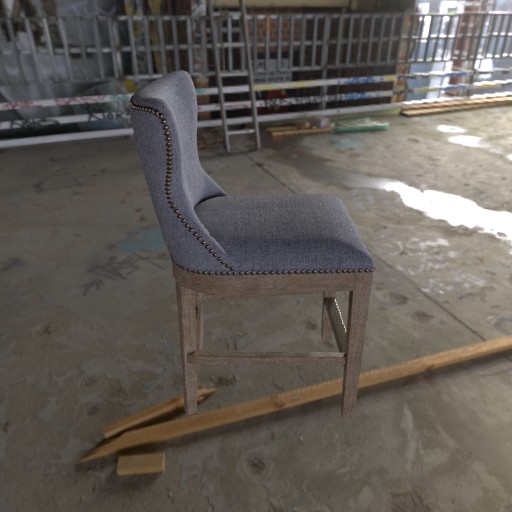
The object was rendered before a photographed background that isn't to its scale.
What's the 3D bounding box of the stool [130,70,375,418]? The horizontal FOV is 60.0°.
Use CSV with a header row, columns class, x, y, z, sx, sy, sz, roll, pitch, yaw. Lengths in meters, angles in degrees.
class,x,y,z,sx,sy,sz,roll,pitch,yaw
stool,0.000,0.000,1.327,0.608,0.981,0.498,-1,30,-2
